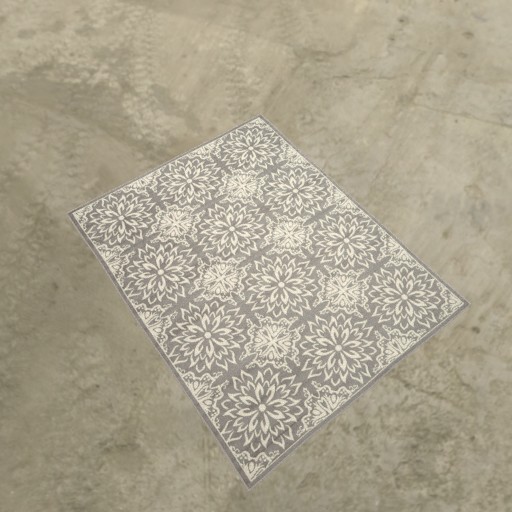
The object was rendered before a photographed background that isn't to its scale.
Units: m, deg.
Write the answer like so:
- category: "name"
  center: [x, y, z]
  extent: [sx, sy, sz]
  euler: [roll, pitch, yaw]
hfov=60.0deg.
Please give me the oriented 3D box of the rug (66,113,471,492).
- category: "rug"
  center: [0.000, 0.000, 4.034]
  extent: [2.363, 0.012, 2.980]
  euler: [-33, 64, -18]
